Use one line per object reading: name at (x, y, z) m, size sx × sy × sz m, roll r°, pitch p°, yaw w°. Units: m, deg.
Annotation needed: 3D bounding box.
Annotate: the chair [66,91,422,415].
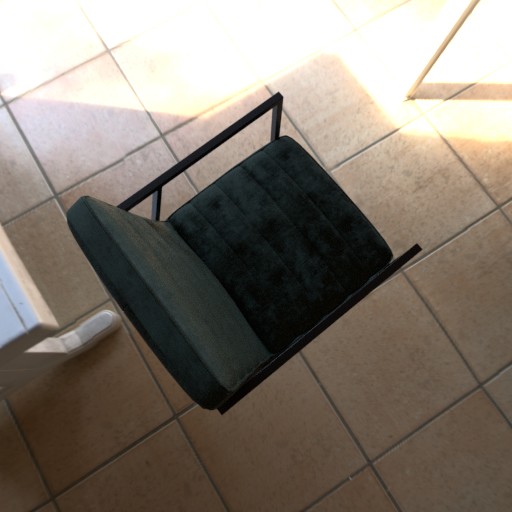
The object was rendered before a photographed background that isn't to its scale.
chair at (0.000, 0.000, 1.311) m, size 0.677 × 0.833 × 0.571 m, roll -37°, pitch 79°, yaw -8°
